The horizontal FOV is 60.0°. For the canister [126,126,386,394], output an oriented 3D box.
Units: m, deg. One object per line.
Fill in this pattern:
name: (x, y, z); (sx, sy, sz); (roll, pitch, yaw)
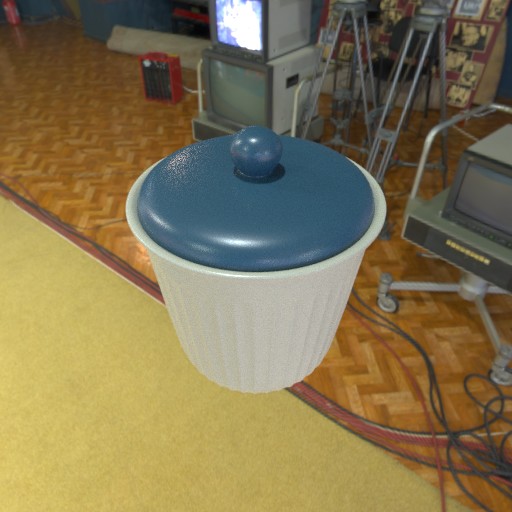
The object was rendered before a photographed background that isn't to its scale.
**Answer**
canister: (0.000, 0.000, 0.352); (0.181, 0.211, 0.181); (0, 40, 0)
